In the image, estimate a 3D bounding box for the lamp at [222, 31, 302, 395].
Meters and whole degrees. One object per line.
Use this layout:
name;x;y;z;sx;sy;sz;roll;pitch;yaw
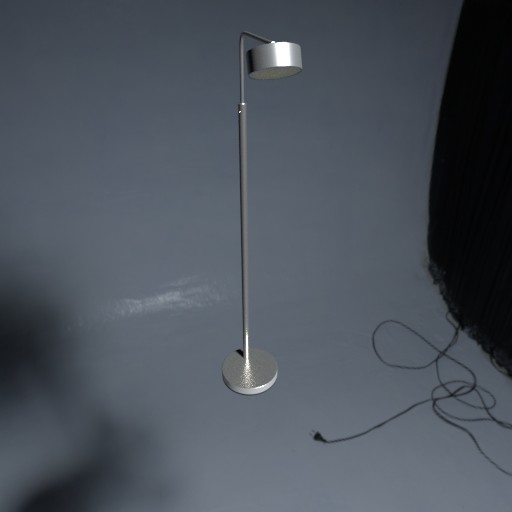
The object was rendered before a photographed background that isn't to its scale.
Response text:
lamp;0.000;0.000;1.383;0.222;1.250;0.421;-8;33;-13
